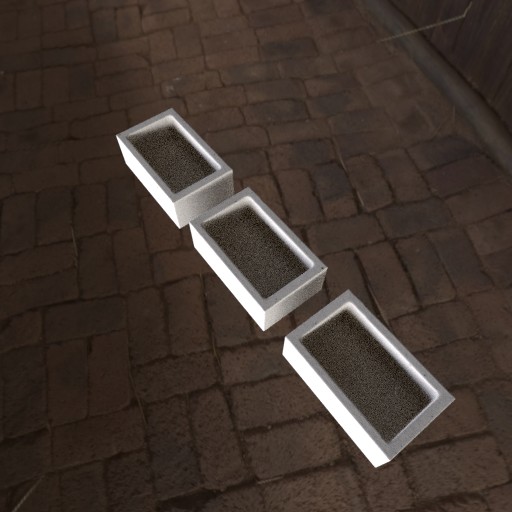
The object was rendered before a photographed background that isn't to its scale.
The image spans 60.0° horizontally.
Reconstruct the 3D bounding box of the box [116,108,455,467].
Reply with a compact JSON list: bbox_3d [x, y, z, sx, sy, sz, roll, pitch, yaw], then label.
[{"bbox_3d":[0.000,0.000,0.485,0.082,0.051,0.461,-33,64,-18],"label":"box"}]
